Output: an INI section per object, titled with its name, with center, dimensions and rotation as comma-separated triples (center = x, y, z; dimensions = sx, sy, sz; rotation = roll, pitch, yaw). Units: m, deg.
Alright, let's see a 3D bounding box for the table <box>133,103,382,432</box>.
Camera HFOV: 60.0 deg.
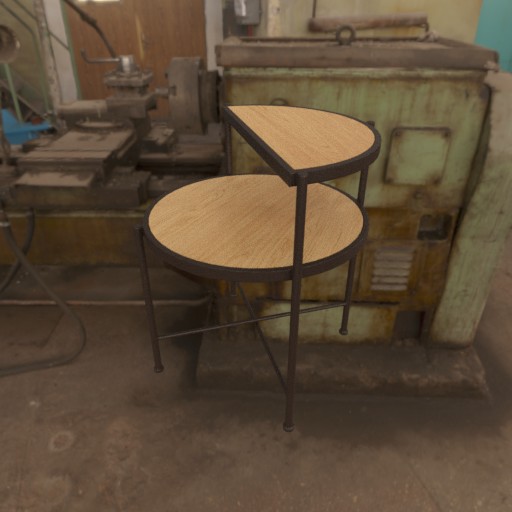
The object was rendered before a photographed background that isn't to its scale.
[table]
center = 0.000, 0.000, 1.213
dimensions = 0.628, 0.684, 0.629
rotation = -8, 32, -14
